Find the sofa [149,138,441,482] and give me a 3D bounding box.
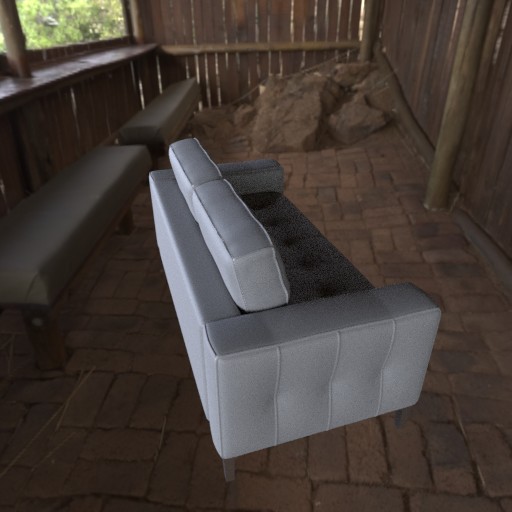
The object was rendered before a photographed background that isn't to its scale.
[{"bbox_3d":[0.000,0.000,2.198,0.833,0.892,1.726,-9,32,-16],"label":"sofa"}]
